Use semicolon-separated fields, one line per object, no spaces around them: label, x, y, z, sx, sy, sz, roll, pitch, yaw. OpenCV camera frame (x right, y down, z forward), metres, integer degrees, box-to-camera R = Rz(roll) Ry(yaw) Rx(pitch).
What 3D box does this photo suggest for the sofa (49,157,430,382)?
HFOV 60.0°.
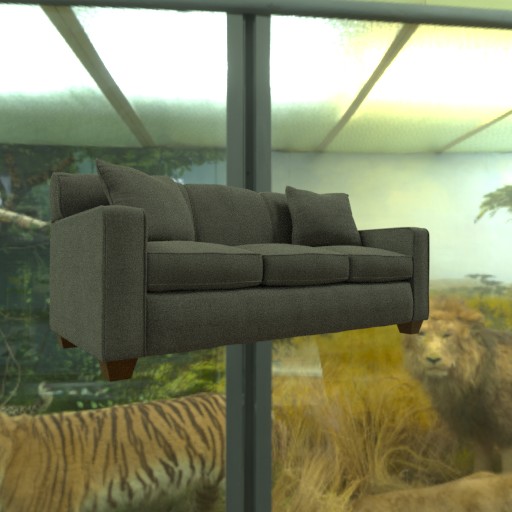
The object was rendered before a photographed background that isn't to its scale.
sofa;0.000;0.000;2.546;2.024;0.958;0.997;0;-1;-35
